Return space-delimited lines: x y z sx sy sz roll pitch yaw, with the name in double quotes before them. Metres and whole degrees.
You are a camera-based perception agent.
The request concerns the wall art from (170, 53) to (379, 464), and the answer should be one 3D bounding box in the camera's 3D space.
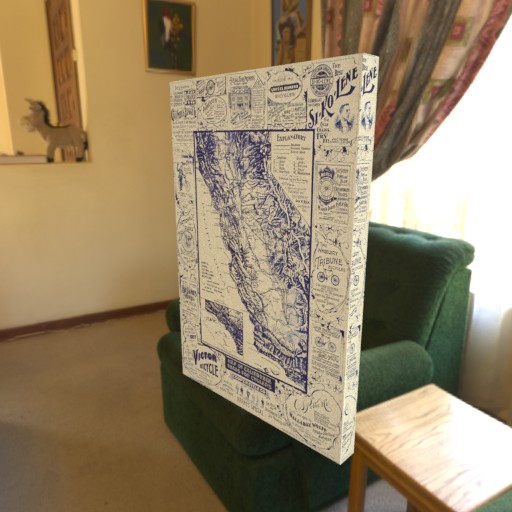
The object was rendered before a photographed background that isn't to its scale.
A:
"wall art" 0.000 0.000 0.774 0.408 0.601 0.040 14 20 42
